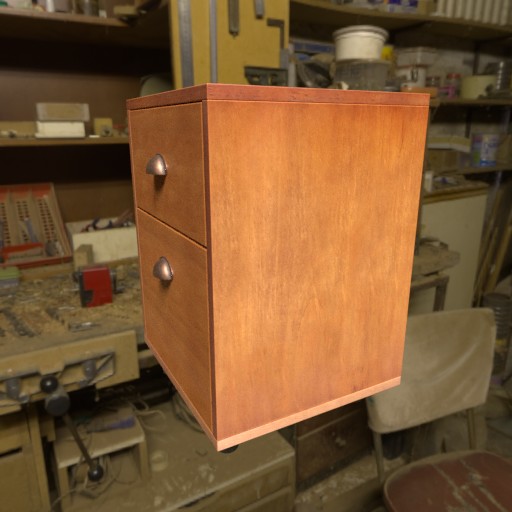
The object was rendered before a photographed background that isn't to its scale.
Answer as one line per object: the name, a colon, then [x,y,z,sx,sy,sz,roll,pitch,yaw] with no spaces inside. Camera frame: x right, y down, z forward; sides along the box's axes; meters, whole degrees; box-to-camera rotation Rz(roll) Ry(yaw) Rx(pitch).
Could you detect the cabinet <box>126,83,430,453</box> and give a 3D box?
cabinet: [0.000,0.000,0.857,0.401,0.579,0.409,-9,18,-27]
